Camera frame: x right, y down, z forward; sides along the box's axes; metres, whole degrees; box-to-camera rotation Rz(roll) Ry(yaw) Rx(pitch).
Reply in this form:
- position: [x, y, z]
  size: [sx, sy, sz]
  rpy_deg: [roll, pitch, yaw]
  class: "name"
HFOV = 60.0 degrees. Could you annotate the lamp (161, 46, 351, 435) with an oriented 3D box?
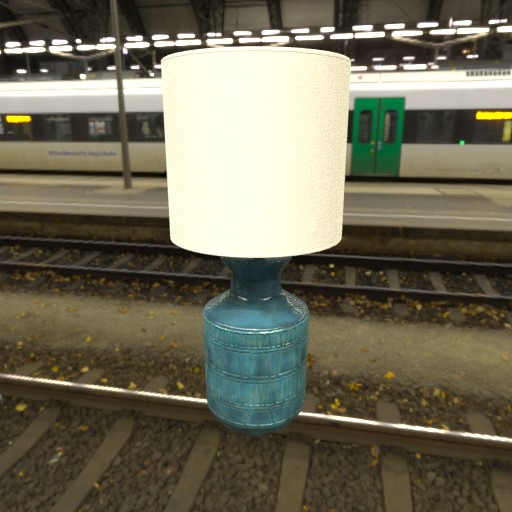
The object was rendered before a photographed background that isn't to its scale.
- position: [0.000, 0.000, 0.565]
  size: [0.211, 0.455, 0.211]
  rpy_deg: [-3, 16, -9]
  class: "lamp"
